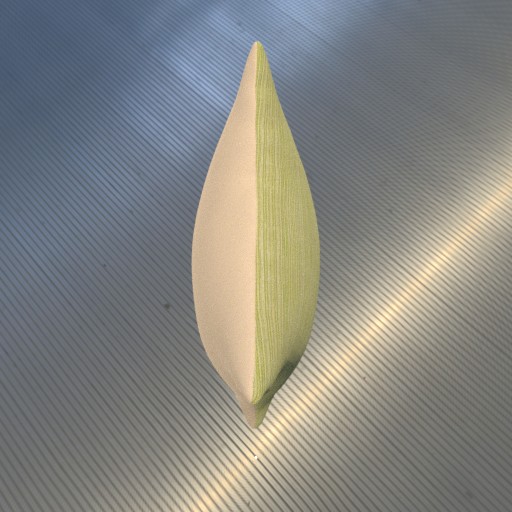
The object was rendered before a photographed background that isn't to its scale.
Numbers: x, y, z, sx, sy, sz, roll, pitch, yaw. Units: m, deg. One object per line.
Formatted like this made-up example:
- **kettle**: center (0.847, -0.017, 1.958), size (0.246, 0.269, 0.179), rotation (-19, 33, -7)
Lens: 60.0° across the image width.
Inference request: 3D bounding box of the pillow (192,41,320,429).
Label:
- **pillow**: center (0.000, 0.000, 0.798), size (0.229, 0.487, 0.560), rotation (0, 66, 0)
